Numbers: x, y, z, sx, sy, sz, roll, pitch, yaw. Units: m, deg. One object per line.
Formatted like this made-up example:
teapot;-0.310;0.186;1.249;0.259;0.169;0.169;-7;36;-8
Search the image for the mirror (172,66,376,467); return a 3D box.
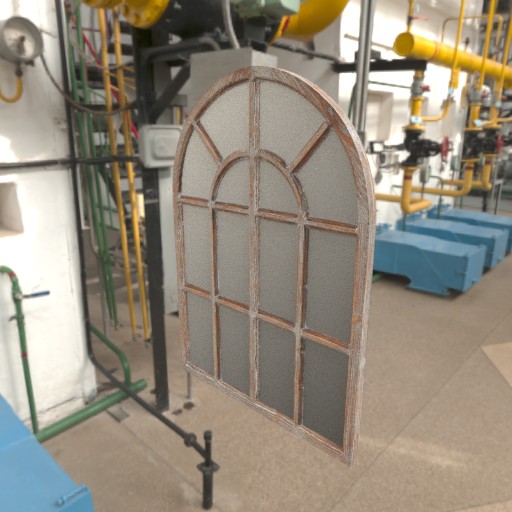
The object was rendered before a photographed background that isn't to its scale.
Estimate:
mirror;0.000;0.000;1.163;0.660;0.920;0.032;15;22;41
